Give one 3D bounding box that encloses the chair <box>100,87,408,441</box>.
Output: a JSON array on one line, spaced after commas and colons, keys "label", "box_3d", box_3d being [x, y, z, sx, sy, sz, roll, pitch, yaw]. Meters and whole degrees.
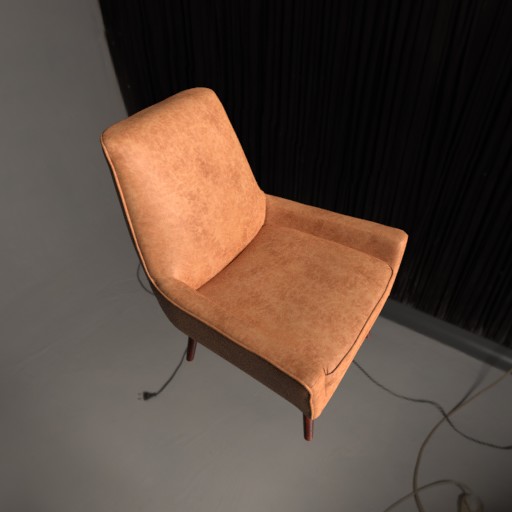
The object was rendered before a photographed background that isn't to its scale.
[{"label": "chair", "box_3d": [0.000, 0.000, 1.515, 0.851, 0.883, 0.753, 23, 46, 24]}]
